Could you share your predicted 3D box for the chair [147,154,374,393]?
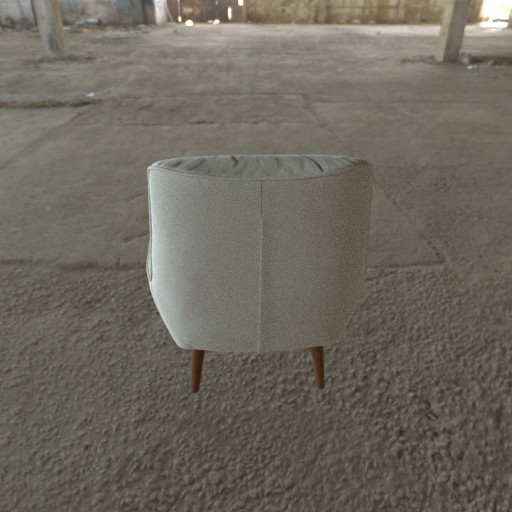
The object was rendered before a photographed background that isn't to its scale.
[{"bbox_3d":[0.000,0.000,1.492,0.787,0.888,0.822,-1,30,-2],"label":"chair"}]
